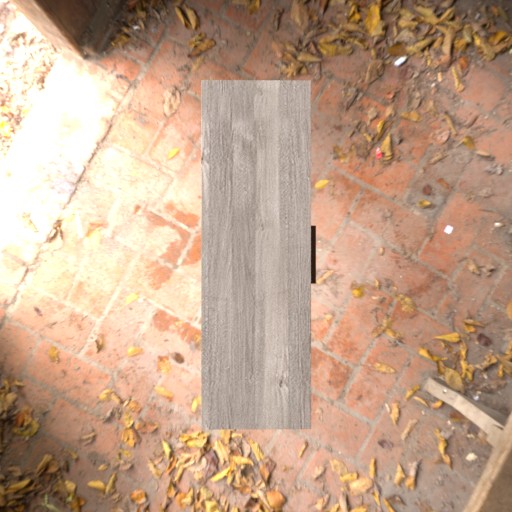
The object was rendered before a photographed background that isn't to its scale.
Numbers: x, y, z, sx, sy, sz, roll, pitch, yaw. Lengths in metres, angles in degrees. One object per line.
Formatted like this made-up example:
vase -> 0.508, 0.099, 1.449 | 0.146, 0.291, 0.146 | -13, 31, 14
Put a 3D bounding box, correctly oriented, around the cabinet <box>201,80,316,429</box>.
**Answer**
cabinet -> 0.000, 0.000, 1.592 | 0.250, 1.280, 0.750 | 0, 90, -1
